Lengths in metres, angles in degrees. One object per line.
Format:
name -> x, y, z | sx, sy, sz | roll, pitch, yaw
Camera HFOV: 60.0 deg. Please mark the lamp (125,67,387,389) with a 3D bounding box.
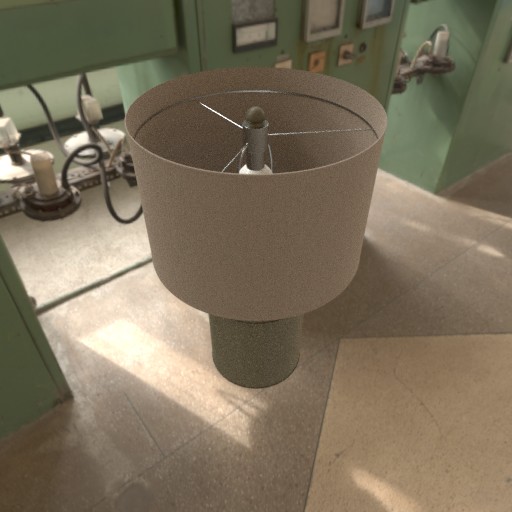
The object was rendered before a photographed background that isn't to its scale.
lamp -> 0.000, 0.000, 0.706 | 0.318, 0.486, 0.318 | 0, 41, 0
